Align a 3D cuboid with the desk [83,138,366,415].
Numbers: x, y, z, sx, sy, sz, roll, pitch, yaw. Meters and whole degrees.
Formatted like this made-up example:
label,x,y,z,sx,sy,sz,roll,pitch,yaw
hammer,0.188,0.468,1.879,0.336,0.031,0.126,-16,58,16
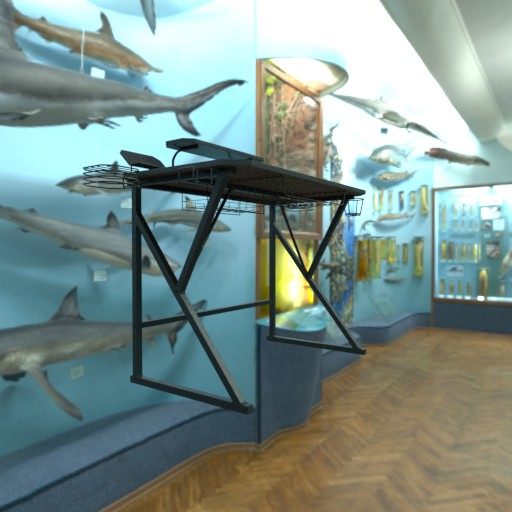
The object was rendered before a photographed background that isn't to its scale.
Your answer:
label,x,y,z,sx,sy,sz,roll,pitch,yaw
desk,0.000,0.000,1.775,0.580,0.880,1.290,1,2,36
